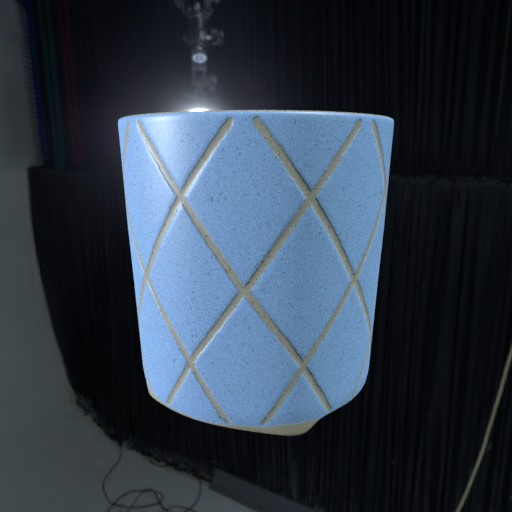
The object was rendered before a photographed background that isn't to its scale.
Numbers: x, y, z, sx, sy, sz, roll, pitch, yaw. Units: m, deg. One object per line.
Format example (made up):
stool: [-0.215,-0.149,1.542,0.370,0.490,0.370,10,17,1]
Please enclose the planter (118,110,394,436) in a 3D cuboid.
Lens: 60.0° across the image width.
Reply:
planter: [0.000,0.000,0.342,0.191,0.200,0.191,0,14,0]
